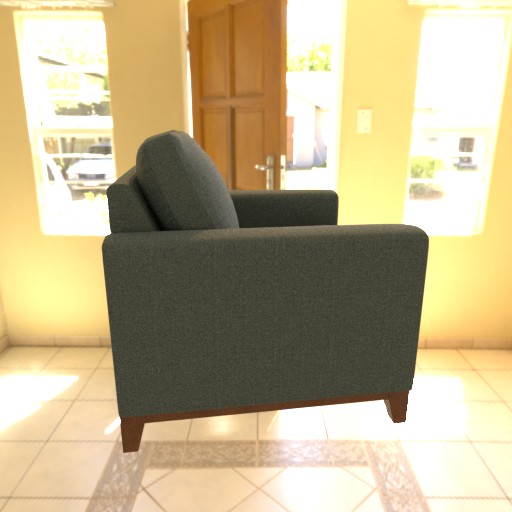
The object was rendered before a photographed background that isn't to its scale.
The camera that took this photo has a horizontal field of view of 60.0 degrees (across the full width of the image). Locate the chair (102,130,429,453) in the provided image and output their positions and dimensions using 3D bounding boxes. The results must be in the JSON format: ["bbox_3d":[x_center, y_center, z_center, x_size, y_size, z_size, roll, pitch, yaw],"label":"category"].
[{"bbox_3d":[0.000,0.000,1.848,1.038,1.010,1.024,-3,17,-9],"label":"chair"}]
